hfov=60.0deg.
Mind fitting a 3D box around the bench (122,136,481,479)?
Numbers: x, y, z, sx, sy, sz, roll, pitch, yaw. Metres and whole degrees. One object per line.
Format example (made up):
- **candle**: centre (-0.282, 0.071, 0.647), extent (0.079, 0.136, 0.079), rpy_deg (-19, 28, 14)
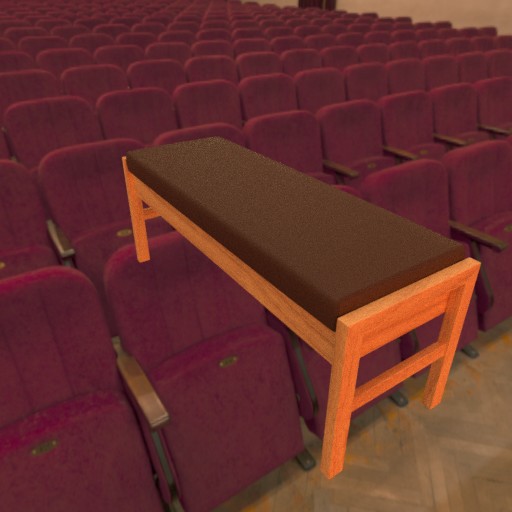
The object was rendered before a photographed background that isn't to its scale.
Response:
- **bench**: centre (0.000, 0.000, 1.423), extent (0.405, 0.480, 1.200), rpy_deg (-18, 35, -29)
